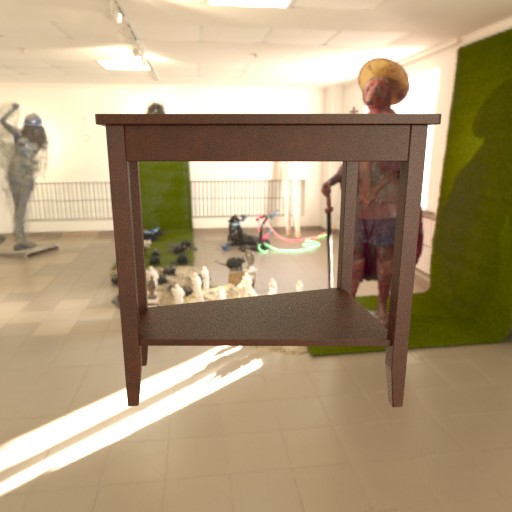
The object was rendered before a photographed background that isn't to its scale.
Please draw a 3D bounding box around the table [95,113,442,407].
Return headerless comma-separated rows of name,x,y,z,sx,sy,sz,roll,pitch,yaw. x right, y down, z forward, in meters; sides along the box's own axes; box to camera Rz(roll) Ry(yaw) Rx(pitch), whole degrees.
table,0.000,0.000,0.995,0.605,0.589,0.399,-2,14,-8
